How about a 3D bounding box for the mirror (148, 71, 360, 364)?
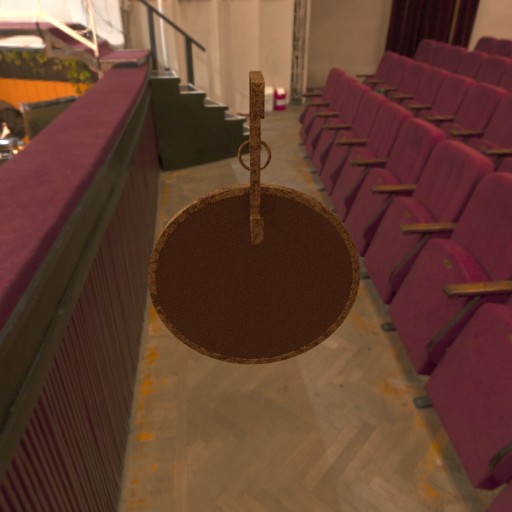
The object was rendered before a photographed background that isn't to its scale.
[{"bbox_3d":[0.000,0.000,0.847,0.447,0.651,0.144,-1,30,-2],"label":"mirror"}]
